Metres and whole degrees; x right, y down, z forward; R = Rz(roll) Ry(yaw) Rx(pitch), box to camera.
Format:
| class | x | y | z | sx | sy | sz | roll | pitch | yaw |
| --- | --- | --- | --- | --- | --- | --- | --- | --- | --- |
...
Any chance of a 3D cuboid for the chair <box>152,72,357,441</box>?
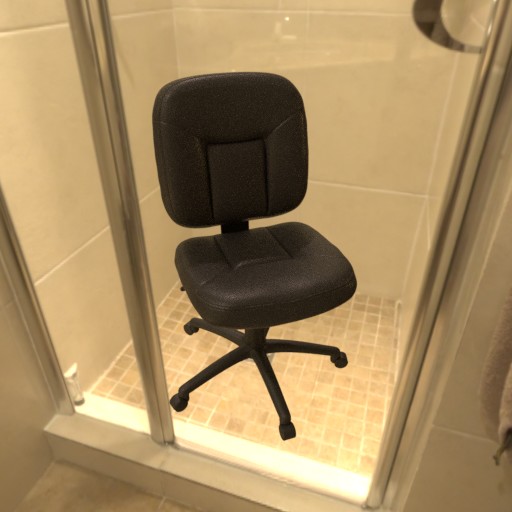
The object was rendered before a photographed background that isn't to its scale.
| class | x | y | z | sx | sy | sz | roll | pitch | yaw |
| --- | --- | --- | --- | --- | --- | --- | --- | --- | --- |
| chair | 0.000 | 0.000 | 1.351 | 0.647 | 0.959 | 0.646 | -10 | 34 | -16 |
